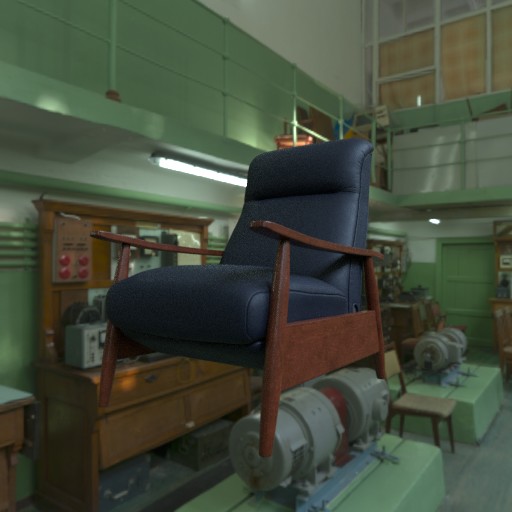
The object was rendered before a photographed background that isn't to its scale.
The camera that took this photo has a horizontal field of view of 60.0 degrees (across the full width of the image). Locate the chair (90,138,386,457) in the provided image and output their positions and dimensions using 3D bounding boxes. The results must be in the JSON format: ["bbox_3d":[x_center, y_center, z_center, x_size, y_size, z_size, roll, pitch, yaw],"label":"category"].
[{"bbox_3d":[0.000,0.000,1.783,0.762,1.082,1.014,0,-1,35],"label":"chair"}]
